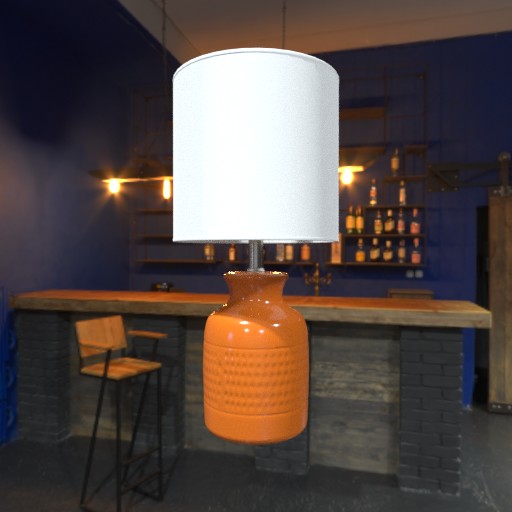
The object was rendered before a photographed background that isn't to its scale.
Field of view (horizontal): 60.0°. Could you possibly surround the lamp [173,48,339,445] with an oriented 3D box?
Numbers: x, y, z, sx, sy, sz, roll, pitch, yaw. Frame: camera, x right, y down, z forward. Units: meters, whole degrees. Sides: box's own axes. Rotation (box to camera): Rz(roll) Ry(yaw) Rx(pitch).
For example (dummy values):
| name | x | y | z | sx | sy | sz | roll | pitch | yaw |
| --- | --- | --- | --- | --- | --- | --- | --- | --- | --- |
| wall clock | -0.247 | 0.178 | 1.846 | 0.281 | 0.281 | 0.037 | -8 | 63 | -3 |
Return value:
| name | x | y | z | sx | sy | sz | roll | pitch | yaw |
| --- | --- | --- | --- | --- | --- | --- | --- | --- | --- |
| lamp | 0.000 | 0.000 | 1.136 | 0.418 | 0.871 | 0.418 | 0 | 1 | 16 |
